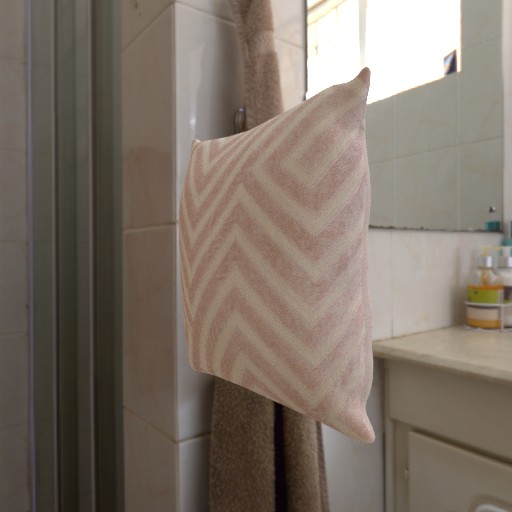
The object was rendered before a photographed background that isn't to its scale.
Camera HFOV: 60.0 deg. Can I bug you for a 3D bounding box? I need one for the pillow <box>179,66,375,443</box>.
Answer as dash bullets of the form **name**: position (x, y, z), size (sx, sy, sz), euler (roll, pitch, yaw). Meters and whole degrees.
- **pillow**: position (0.000, 0.000, 0.674), size (0.182, 0.441, 0.440), euler (0, 0, -35)
